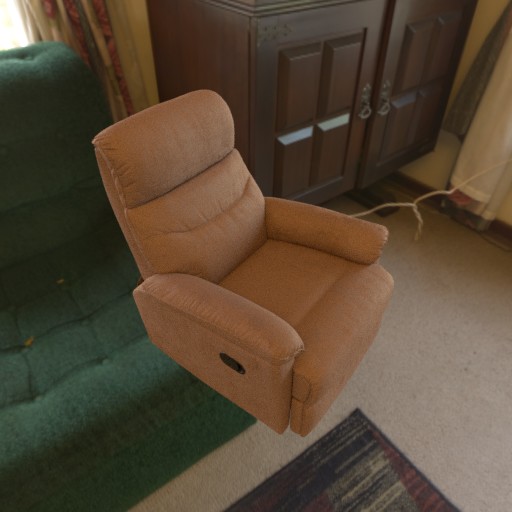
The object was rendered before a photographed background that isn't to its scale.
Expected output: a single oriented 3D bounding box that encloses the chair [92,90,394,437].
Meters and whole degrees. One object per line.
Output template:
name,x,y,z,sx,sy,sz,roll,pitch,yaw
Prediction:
chair,0.000,0.000,1.771,1.004,1.037,0.820,25,46,27
